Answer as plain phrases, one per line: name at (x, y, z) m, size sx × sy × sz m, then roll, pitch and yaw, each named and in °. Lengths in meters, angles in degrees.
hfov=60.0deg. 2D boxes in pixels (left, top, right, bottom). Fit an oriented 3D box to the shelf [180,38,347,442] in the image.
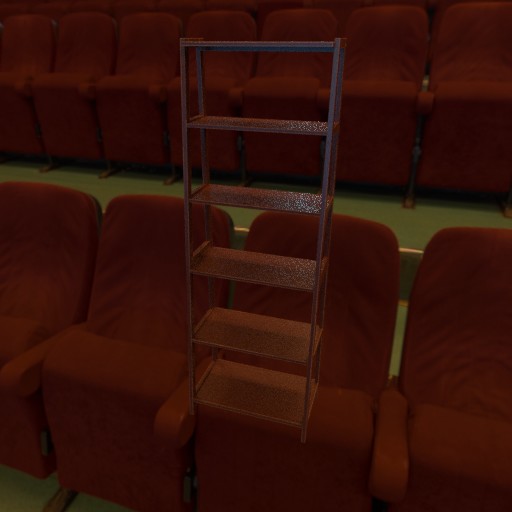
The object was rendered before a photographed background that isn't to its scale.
shelf at (0.000, 0.000, 2.146) m, size 0.660 × 1.892 × 0.381 m, roll 8°, pitch 27°, yaw 16°
